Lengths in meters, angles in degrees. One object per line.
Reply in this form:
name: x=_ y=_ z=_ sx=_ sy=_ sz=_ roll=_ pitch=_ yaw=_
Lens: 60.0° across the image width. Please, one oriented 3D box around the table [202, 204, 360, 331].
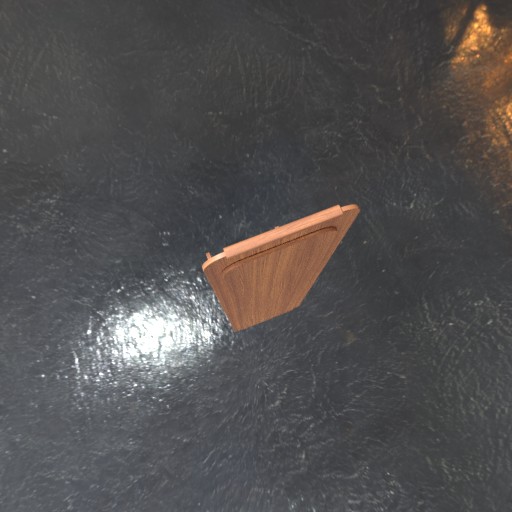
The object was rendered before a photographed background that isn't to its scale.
table: x=0.000 y=0.000 z=2.042 sx=0.450 sy=1.830 sz=0.420 roll=-21 pitch=76 yaw=-5
